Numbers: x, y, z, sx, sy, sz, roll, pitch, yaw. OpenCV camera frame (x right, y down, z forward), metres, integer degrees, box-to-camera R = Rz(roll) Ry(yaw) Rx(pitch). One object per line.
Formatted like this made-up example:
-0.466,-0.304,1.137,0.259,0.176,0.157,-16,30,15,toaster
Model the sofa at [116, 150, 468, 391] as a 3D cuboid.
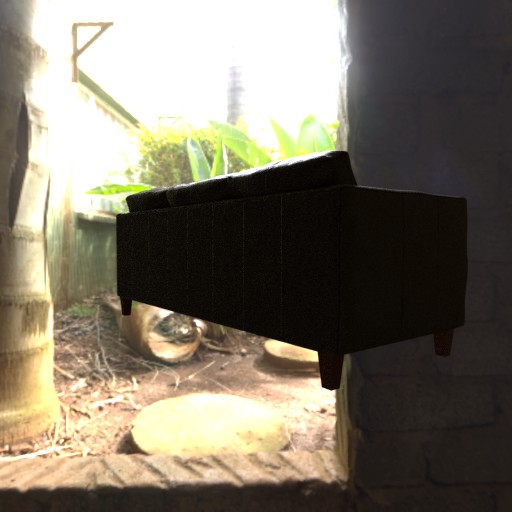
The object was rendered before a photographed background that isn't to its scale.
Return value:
0.000,0.000,2.987,1.045,1.006,2.464,-2,3,-37,sofa
